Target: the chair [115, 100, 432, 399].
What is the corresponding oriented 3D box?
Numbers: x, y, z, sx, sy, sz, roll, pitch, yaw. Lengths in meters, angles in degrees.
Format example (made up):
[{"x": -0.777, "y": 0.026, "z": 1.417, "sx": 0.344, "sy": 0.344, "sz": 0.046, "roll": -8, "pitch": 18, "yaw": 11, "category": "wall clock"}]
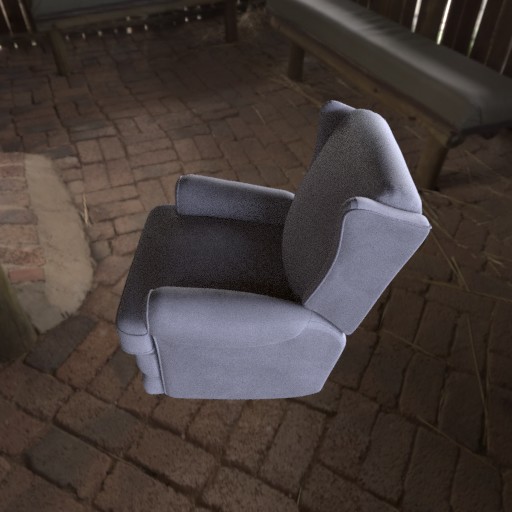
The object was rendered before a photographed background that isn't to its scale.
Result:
[{"x": 0.000, "y": 0.000, "z": 1.728, "sx": 0.969, "sy": 1.011, "sz": 0.847, "roll": 1, "pitch": 43, "yaw": 1, "category": "chair"}]
